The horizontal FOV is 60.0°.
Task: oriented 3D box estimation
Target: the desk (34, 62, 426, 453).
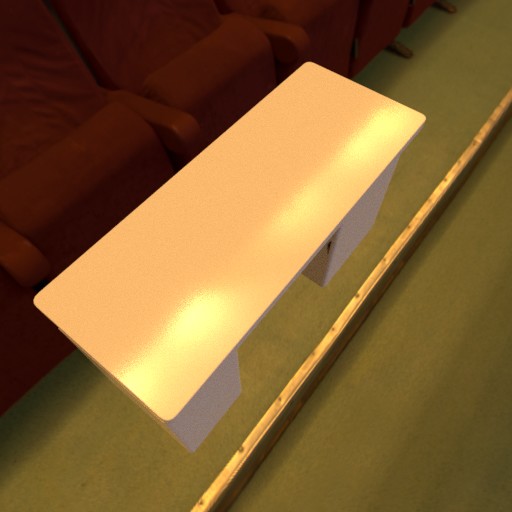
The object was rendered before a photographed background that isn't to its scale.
[{"bbox_3d":[0.000,0.000,1.791,0.550,0.762,1.400,34,64,19],"label":"desk"}]
